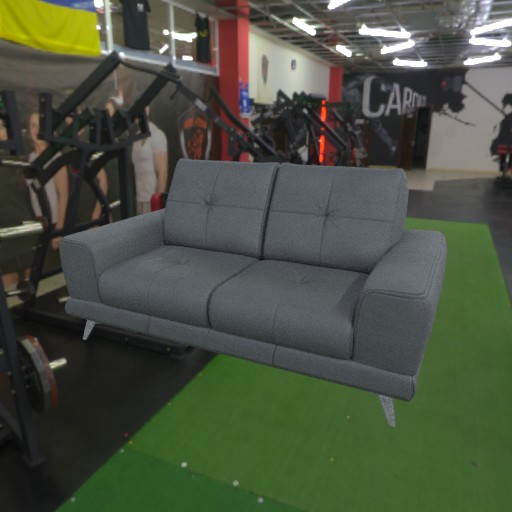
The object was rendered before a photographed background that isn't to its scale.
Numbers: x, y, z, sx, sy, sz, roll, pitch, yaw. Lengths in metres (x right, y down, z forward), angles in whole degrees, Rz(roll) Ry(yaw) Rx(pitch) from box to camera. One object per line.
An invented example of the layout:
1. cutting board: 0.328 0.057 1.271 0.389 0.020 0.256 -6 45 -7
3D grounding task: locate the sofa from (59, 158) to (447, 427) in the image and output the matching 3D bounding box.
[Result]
1. sofa: 0.000 0.000 2.311 1.806 0.907 1.018 8 19 25
